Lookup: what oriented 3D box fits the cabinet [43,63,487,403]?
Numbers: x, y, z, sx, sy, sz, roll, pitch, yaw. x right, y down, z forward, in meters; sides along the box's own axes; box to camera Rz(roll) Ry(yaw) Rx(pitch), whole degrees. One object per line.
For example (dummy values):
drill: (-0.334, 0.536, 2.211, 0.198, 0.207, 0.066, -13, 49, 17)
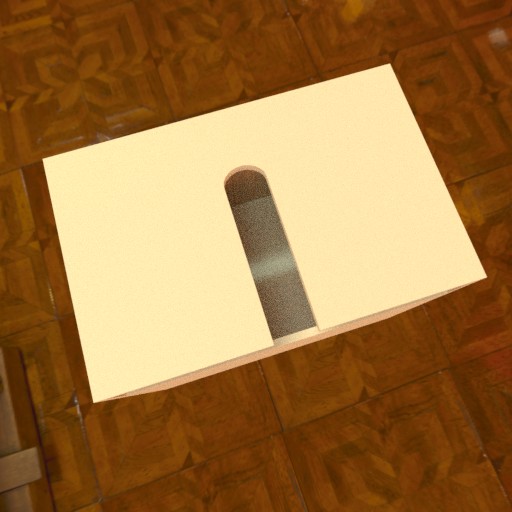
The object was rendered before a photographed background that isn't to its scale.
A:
cabinet: (0.000, 0.000, 0.941, 0.600, 0.522, 0.400, -17, 76, -4)
